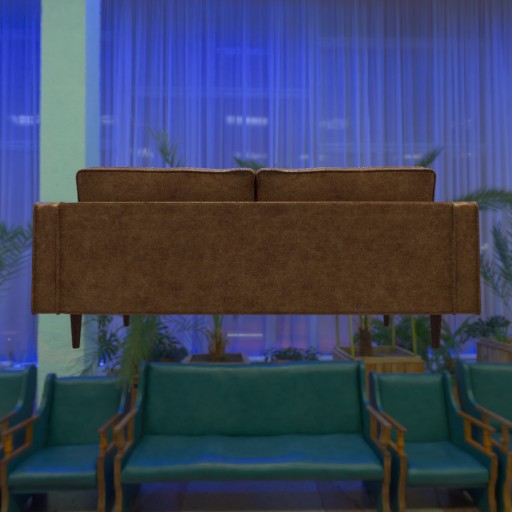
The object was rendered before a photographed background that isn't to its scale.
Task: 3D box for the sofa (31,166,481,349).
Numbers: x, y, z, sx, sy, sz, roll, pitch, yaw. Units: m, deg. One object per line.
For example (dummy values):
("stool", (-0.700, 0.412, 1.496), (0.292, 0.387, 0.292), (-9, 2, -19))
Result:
("sofa", (0.000, 0.000, 2.308), (1.920, 0.825, 0.924), (0, -2, 0))
